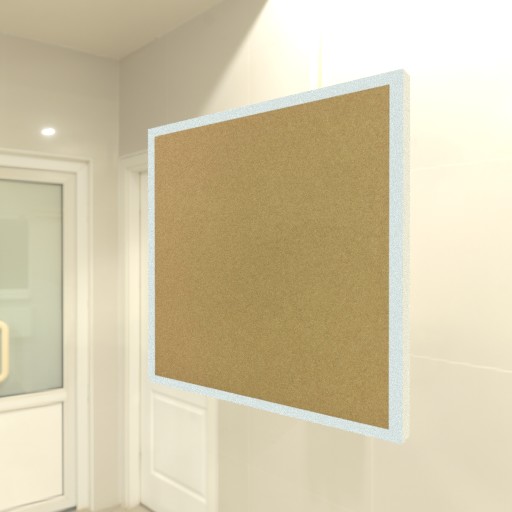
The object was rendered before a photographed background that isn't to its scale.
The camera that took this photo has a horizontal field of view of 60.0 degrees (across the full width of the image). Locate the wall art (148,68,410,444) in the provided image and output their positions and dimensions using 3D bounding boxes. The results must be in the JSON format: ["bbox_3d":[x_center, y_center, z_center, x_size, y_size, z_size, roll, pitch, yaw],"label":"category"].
[{"bbox_3d":[0.000,0.000,0.458,0.307,0.307,0.020,0,0,35],"label":"wall art"}]
